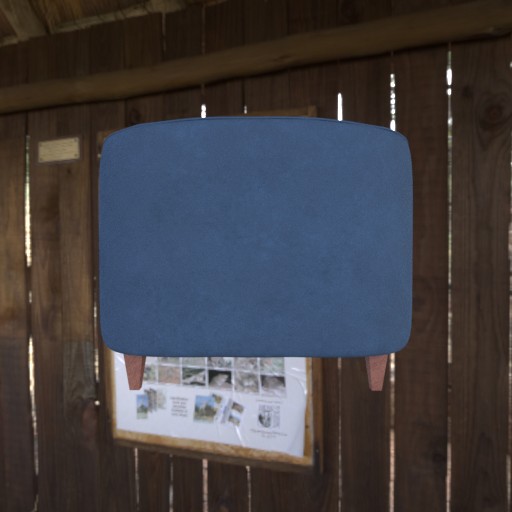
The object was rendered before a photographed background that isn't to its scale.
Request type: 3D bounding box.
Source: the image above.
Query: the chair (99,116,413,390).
[{"bbox_3d":[0.000,0.000,1.785,1.094,0.852,0.940,0,1,0],"label":"chair"}]
